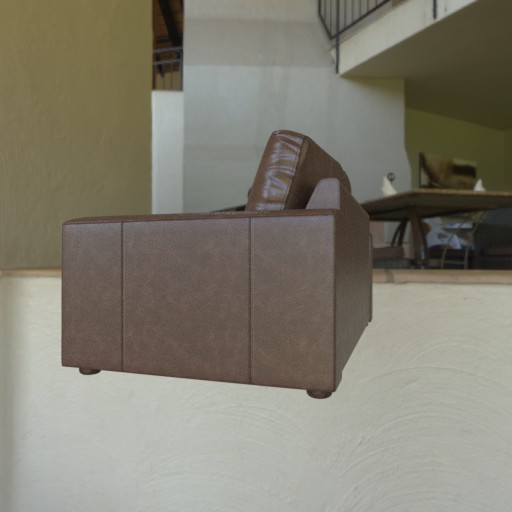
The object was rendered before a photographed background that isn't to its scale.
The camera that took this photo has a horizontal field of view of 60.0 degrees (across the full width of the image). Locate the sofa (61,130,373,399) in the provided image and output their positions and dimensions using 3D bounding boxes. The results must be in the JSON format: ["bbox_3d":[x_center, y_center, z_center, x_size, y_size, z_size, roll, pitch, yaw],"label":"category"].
[{"bbox_3d":[0.000,0.000,2.191,1.016,0.873,1.616,0,0,18],"label":"sofa"}]
